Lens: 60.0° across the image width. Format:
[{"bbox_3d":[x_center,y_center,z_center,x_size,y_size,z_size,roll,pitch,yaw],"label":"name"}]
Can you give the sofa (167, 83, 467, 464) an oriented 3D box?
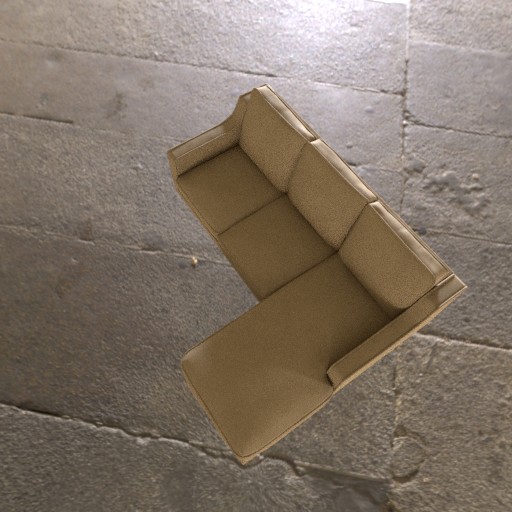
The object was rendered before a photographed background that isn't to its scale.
[{"bbox_3d":[0.000,0.000,3.404,1.858,1.066,2.317,-32,67,-15],"label":"sofa"}]
